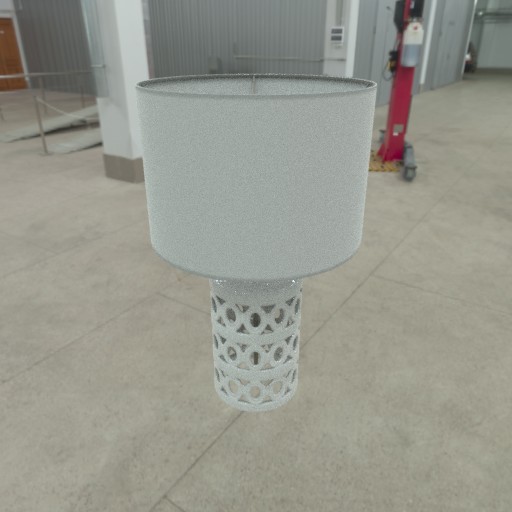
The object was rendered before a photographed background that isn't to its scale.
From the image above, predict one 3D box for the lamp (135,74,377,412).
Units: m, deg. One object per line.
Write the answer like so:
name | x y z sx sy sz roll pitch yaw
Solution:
lamp | 0.000 0.000 0.685 0.310 0.502 0.310 0 26 0
